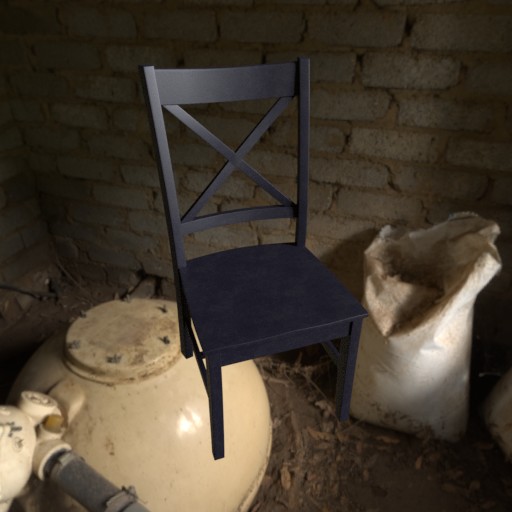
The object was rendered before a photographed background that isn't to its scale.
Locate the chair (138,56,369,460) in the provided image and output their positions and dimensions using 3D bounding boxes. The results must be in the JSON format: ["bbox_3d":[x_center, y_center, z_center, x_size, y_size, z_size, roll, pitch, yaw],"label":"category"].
[{"bbox_3d":[0.000,0.000,1.281,0.485,0.983,0.542,-10,33,-16],"label":"chair"}]
